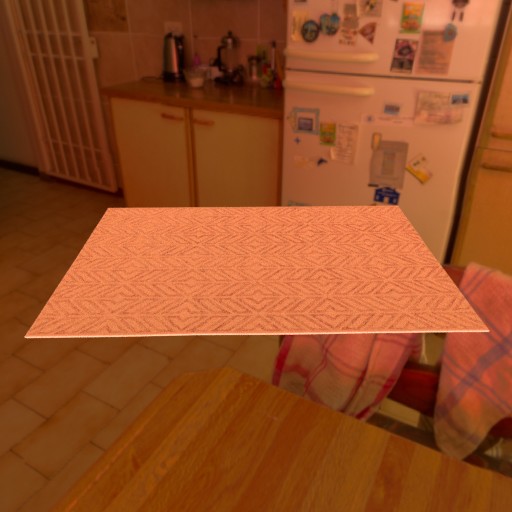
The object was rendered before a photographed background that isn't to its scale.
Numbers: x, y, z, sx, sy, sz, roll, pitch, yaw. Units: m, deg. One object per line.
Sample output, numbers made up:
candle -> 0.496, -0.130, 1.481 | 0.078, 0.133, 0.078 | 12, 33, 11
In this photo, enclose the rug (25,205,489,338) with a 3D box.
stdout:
rug -> 0.000, 0.000, 2.268 | 1.828, 0.007, 1.220 | -1, 30, -1
